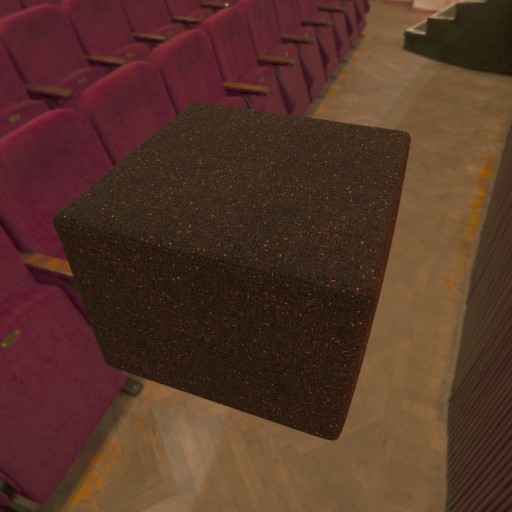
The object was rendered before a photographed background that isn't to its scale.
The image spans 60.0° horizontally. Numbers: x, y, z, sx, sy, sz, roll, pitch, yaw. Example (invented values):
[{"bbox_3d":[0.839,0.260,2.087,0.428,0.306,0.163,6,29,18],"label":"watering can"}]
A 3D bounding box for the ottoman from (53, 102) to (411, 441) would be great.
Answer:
[{"bbox_3d":[0.000,0.000,0.912,0.508,0.432,0.508,13,42,15],"label":"ottoman"}]
